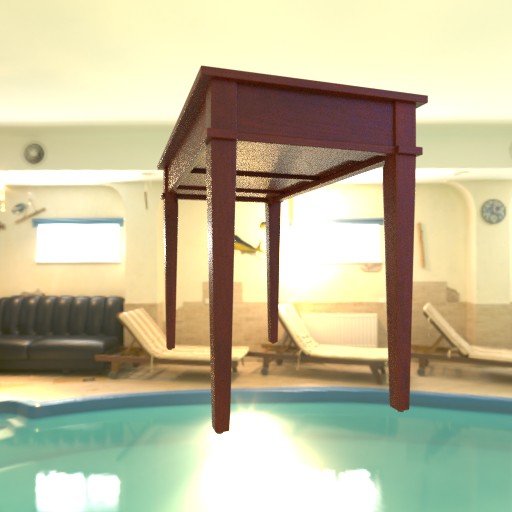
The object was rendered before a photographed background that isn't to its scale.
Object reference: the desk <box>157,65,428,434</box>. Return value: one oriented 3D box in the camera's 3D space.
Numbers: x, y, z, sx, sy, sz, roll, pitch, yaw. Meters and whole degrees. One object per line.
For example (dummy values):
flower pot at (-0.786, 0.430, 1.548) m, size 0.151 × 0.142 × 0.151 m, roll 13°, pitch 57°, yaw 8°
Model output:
desk at (0.000, 0.000, 1.451) m, size 0.549 × 0.762 × 1.001 m, roll 0°, pitch 0°, yaw -17°
